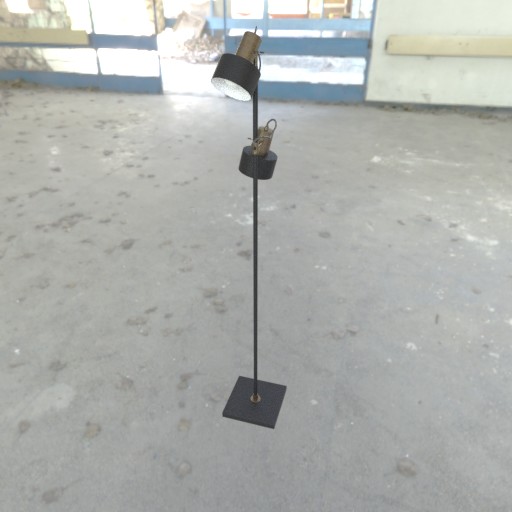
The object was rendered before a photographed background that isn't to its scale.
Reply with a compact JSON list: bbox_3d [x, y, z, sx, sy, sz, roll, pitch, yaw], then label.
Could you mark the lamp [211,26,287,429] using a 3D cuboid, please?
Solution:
[{"bbox_3d":[0.000,0.000,1.633,0.233,1.505,0.315,8,30,14],"label":"lamp"}]
